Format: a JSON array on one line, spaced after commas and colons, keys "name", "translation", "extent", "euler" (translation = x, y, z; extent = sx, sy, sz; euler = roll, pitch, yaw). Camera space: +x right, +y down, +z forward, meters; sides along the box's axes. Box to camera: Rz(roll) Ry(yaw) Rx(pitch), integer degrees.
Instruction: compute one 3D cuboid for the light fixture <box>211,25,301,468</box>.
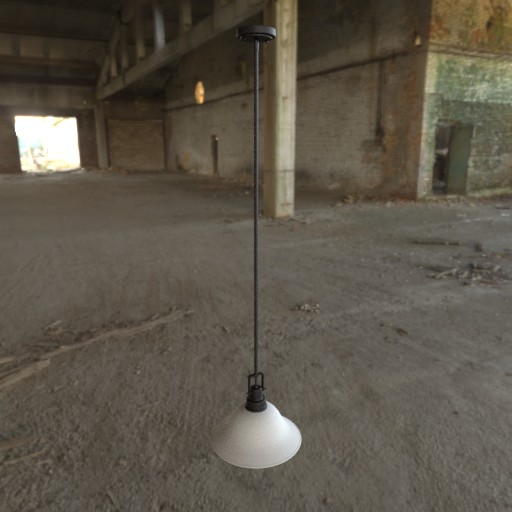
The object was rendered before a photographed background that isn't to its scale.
[{"name": "light fixture", "translation": [0.000, 0.000, 1.433], "extent": [0.324, 1.337, 0.324], "euler": [-7, 15, -27]}]
